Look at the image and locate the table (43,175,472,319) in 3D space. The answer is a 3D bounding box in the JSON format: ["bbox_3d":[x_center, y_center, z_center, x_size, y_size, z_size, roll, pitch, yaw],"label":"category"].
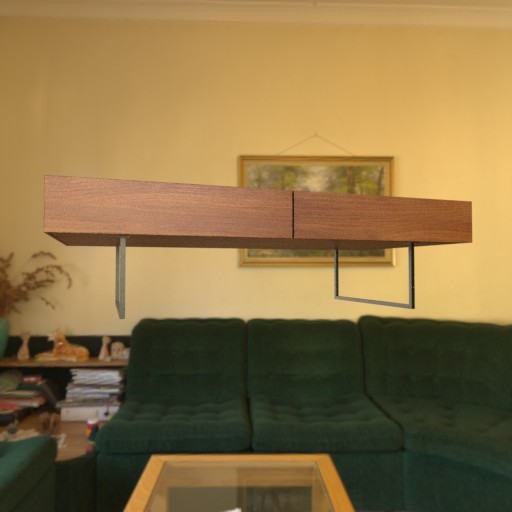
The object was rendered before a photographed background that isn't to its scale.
[{"bbox_3d":[0.000,0.000,1.453,1.194,0.330,0.610,1,-2,-19],"label":"table"}]
